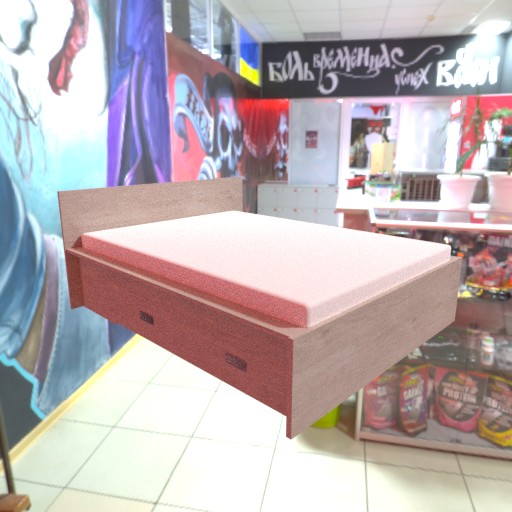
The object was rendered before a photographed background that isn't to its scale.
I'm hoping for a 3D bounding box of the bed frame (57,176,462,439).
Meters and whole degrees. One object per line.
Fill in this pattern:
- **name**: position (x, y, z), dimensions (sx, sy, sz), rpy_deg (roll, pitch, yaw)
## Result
- **bed frame**: position (0.000, 0.000, 2.828), dimensions (1.960, 0.800, 1.622), rpy_deg (14, 20, 43)
